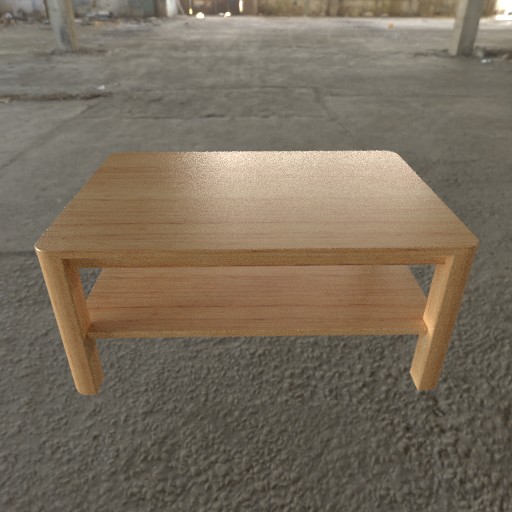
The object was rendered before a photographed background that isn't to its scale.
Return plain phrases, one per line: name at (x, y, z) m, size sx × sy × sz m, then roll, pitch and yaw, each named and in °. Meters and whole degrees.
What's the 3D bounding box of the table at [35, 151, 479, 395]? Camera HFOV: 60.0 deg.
table at (0.000, 0.000, 1.376) m, size 0.997 × 0.445 × 0.696 m, roll -1°, pitch 31°, yaw -1°
